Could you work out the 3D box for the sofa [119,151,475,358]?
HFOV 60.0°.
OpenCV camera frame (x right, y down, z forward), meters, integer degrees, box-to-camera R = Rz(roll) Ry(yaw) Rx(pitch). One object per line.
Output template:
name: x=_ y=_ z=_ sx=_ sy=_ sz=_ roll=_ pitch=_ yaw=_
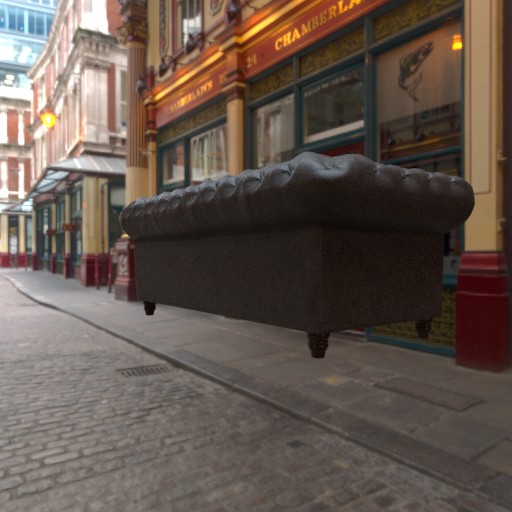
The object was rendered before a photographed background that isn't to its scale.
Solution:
sofa: x=0.000 y=0.000 z=2.498 sx=0.944 sy=0.779 sz=2.048 roll=0 pitch=0 yaw=-37
